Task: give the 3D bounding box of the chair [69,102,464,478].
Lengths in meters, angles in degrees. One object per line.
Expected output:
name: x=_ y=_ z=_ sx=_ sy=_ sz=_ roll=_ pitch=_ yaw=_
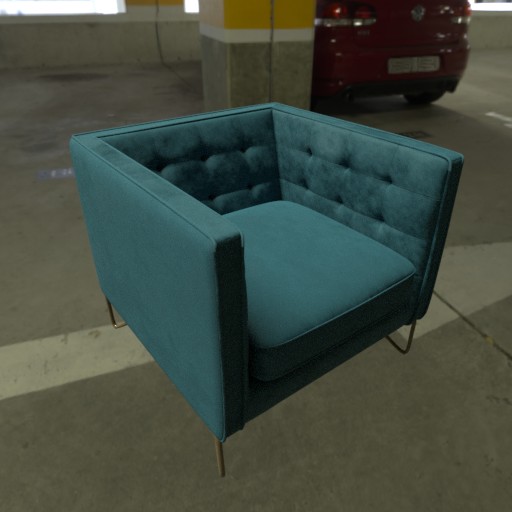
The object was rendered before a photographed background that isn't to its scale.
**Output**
chair: x=0.000 y=0.000 z=1.528 sx=0.880 sy=0.790 sz=0.894 roll=-21 pitch=37 yaw=-31
